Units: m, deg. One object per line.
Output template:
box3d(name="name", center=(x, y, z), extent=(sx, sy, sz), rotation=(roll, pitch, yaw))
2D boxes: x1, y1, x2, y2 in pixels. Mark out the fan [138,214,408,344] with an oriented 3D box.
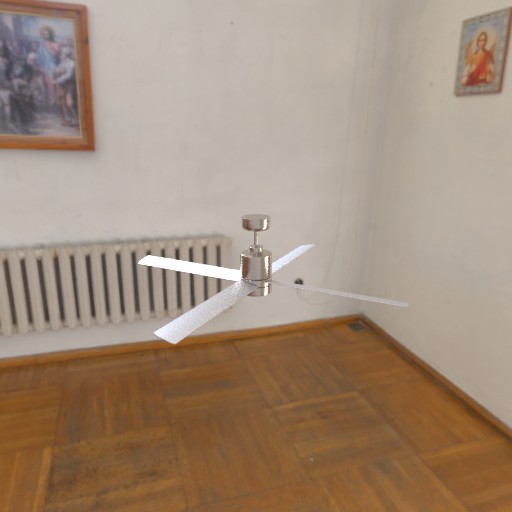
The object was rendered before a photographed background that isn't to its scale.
box3d(name="fan", center=(0.000, 0.000, 1.976), extent=(1.322, 0.355, 1.322), rotation=(8, 18, 26))
